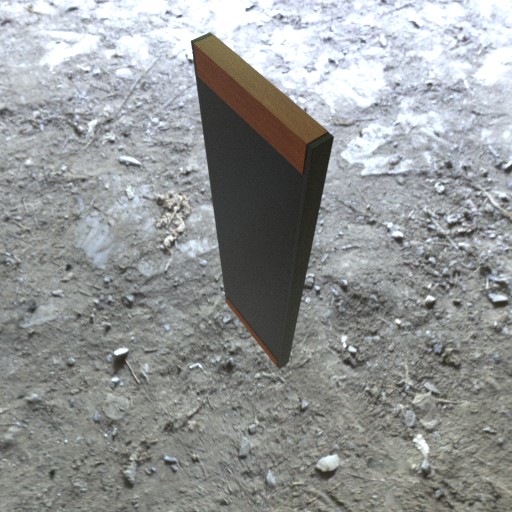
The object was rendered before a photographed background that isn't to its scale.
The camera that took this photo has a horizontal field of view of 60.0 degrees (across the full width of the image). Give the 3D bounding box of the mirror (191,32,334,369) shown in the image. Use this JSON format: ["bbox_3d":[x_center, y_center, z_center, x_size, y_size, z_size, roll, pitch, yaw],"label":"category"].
[{"bbox_3d":[0.000,0.000,1.230,0.047,1.123,0.343,-33,64,-18],"label":"mirror"}]
